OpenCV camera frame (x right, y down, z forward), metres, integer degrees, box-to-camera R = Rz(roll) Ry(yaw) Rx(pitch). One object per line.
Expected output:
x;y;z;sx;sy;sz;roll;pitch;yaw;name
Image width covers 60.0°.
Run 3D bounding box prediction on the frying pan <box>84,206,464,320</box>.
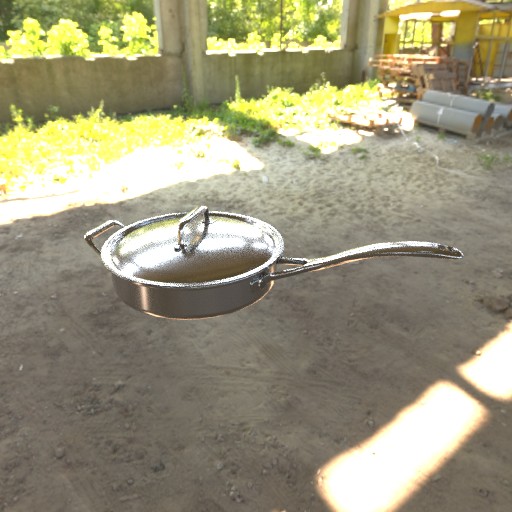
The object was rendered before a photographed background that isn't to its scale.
0.000;0.000;0.668;0.561;0.114;0.280;8;27;17;frying pan
